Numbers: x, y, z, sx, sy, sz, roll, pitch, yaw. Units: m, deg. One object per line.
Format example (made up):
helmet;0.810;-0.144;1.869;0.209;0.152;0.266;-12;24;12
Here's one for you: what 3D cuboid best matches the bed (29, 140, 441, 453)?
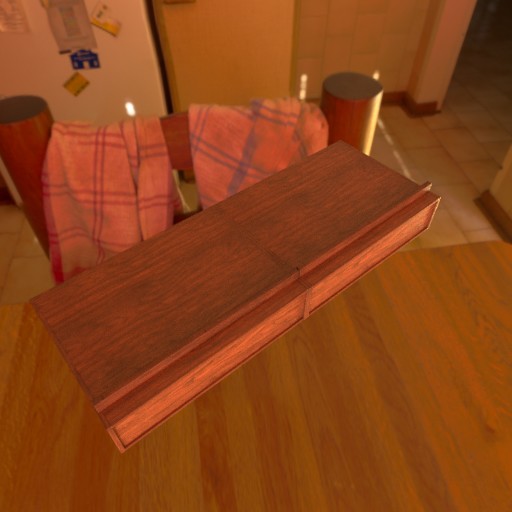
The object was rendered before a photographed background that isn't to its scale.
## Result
bed;0.000;0.000;2.337;2.057;0.326;0.787;-31;54;-26
